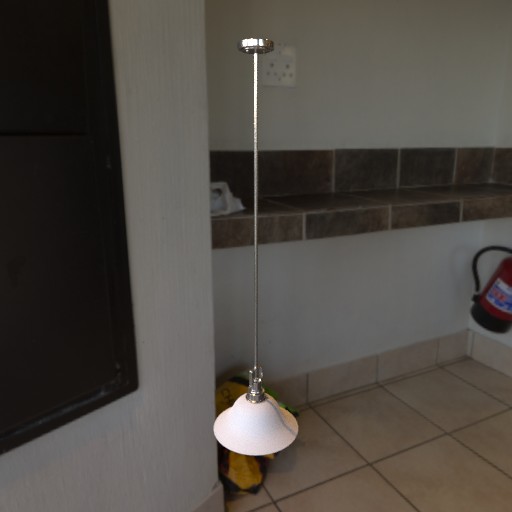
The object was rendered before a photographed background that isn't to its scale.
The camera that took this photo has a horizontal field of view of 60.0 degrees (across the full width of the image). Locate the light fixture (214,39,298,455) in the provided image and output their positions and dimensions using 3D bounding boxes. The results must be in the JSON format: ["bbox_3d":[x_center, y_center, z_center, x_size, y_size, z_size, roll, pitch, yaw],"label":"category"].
[{"bbox_3d":[0.000,0.000,1.532,0.324,1.354,0.324,-14,20,-43],"label":"light fixture"}]
